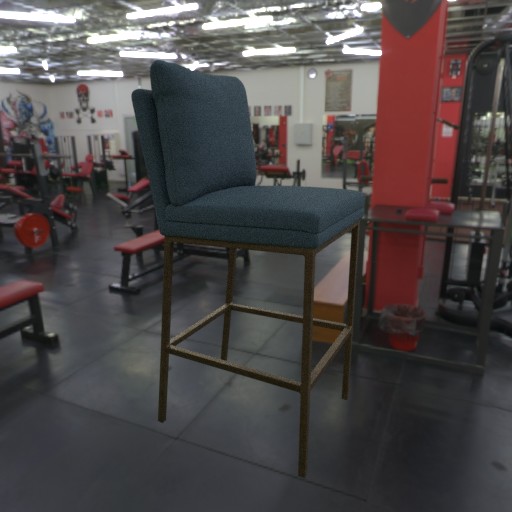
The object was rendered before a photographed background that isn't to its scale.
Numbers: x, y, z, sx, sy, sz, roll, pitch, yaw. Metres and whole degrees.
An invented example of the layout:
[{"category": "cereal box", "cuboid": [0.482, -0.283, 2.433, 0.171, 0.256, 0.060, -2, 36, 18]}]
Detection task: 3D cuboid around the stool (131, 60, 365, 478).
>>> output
[{"category": "stool", "cuboid": [0.000, 0.000, 1.407, 0.568, 1.124, 0.463, 8, 18, 26]}]
